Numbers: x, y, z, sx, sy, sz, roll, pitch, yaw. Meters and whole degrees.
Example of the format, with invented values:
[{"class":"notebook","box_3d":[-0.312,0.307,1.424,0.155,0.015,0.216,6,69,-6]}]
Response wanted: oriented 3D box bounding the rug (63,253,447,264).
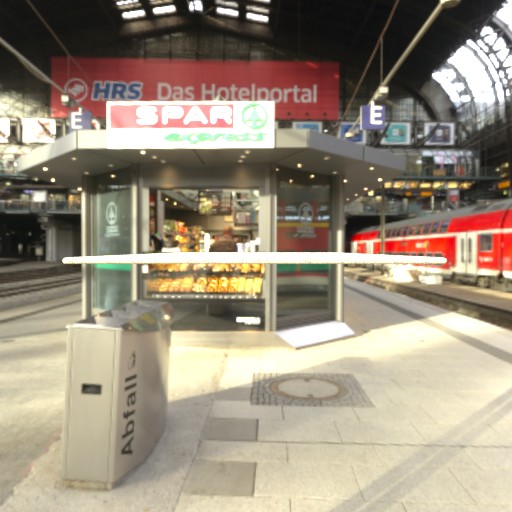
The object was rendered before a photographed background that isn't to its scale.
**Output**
[{"class":"rug","box_3d":[0.000,0.000,3.403,1.778,0.030,2.743,0,1,0]}]
